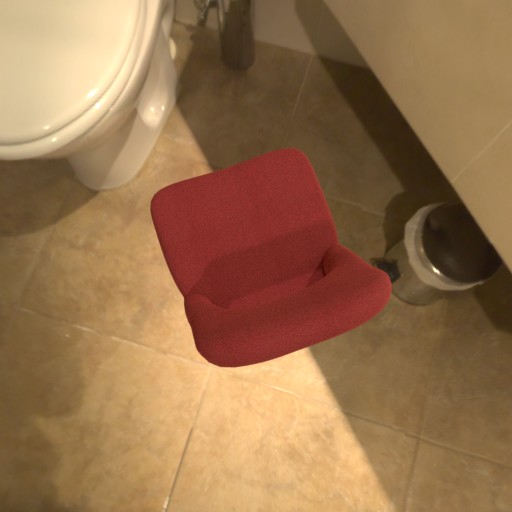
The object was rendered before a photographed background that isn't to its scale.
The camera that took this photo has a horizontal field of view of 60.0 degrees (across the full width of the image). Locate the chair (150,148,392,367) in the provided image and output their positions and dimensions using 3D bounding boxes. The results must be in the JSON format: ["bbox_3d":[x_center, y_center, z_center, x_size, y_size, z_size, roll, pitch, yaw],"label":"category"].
[{"bbox_3d":[0.000,0.000,1.237,0.483,0.892,0.569,-19,76,-5],"label":"chair"}]
